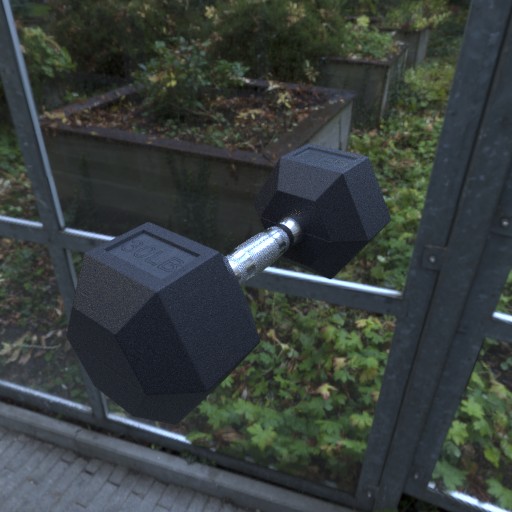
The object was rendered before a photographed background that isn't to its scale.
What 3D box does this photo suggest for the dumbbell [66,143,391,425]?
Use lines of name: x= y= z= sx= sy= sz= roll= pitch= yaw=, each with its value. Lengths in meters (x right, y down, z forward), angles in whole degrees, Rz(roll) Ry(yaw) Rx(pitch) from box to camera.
dumbbell: x=0.000 y=0.000 z=0.409 sx=0.142 sy=0.123 sz=0.337 roll=22 pitch=39 yaw=31
